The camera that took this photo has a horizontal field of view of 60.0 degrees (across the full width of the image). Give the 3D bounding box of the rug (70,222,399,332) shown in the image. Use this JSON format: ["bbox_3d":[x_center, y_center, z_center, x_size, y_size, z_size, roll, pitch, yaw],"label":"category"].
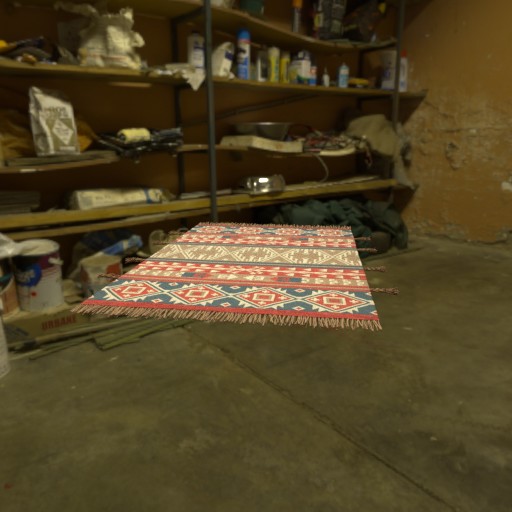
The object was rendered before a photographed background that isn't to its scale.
[{"bbox_3d":[0.000,0.000,3.198,1.778,0.048,2.450,2,15,8],"label":"rug"}]
